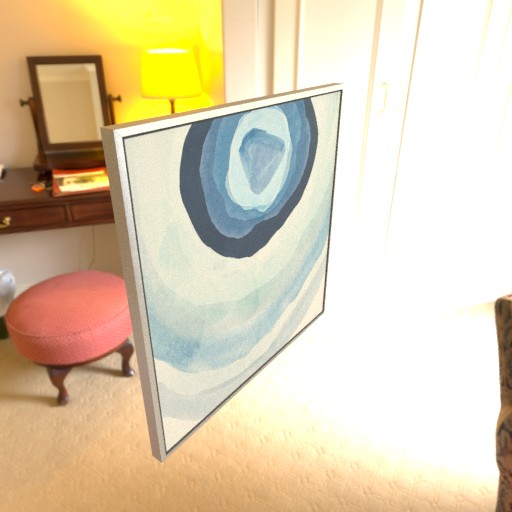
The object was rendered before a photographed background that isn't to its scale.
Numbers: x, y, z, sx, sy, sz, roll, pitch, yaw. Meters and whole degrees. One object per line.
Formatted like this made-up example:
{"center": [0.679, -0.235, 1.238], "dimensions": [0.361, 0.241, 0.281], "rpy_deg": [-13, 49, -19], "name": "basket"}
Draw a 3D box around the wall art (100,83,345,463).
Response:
{"center": [0.000, 0.000, 1.201], "dimensions": [0.038, 0.807, 0.809], "rpy_deg": [19, 33, 33], "name": "wall art"}
